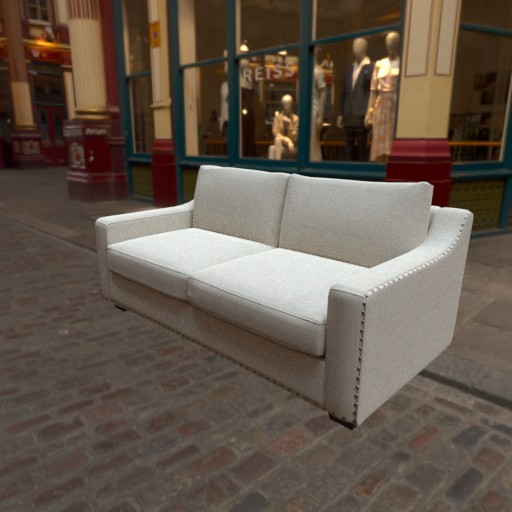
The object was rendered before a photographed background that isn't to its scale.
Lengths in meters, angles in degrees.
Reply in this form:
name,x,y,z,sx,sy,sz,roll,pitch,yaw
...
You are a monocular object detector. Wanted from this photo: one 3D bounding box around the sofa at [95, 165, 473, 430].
name,x,y,z,sx,sy,sz,roll,pitch,yaw
sofa,0.000,0.000,2.721,2.107,0.983,1.104,15,21,42
